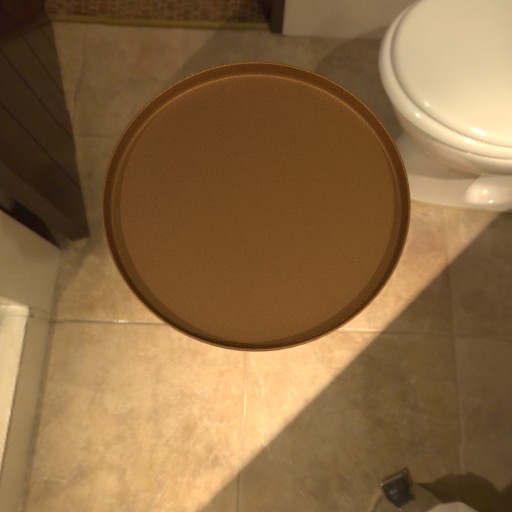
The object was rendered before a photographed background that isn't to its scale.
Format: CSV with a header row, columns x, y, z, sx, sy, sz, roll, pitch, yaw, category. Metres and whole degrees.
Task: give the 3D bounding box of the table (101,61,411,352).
x,y,z,sx,sy,sz,roll,pitch,yaw,category
0.000,0.000,0.661,0.299,0.480,0.299,-34,78,-8,table
